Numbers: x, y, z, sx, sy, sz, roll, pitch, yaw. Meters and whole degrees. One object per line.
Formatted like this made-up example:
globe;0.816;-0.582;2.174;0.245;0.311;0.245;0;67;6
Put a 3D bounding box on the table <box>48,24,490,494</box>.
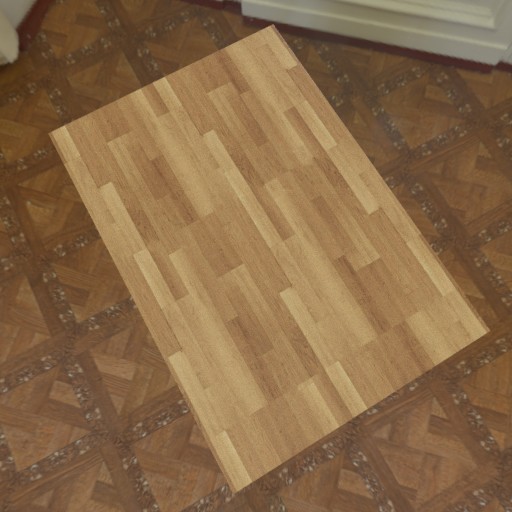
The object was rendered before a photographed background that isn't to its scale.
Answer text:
table;0.000;0.000;1.801;0.900;0.750;1.300;-29;77;-7
